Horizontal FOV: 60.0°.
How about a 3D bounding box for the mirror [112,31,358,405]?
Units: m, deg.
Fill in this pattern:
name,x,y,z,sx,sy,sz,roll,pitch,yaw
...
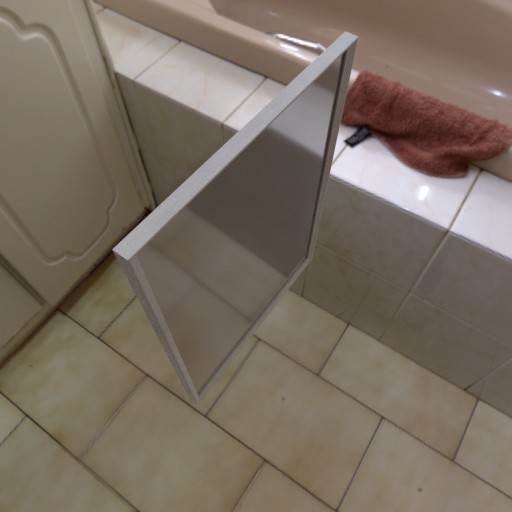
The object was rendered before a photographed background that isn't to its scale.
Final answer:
name,x,y,z,sx,sy,sz,roll,pitch,yaw
mirror,0.000,0.000,1.323,0.041,1.016,0.762,32,64,18
